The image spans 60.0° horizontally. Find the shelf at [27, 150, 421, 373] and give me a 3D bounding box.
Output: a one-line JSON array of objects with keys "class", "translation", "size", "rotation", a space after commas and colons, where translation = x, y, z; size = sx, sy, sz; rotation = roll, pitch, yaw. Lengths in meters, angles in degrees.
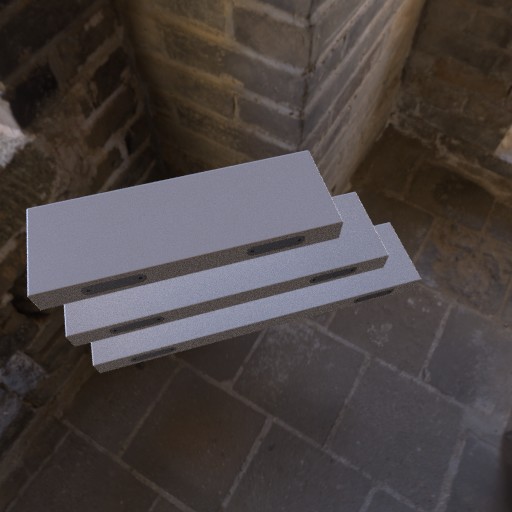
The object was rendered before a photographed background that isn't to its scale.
[{"class": "shelf", "translation": [0.000, 0.000, 0.735], "size": [0.610, 0.293, 0.140], "rotation": [-14, 59, -8]}]
